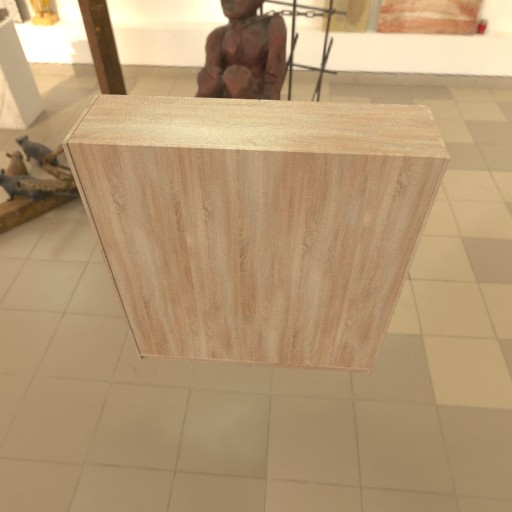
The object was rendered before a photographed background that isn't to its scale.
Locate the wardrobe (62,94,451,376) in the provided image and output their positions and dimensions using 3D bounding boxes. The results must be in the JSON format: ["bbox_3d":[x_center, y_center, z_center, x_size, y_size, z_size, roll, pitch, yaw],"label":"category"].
[{"bbox_3d":[0.000,0.000,3.251,1.998,2.159,0.598,3,46,3],"label":"wardrobe"}]
